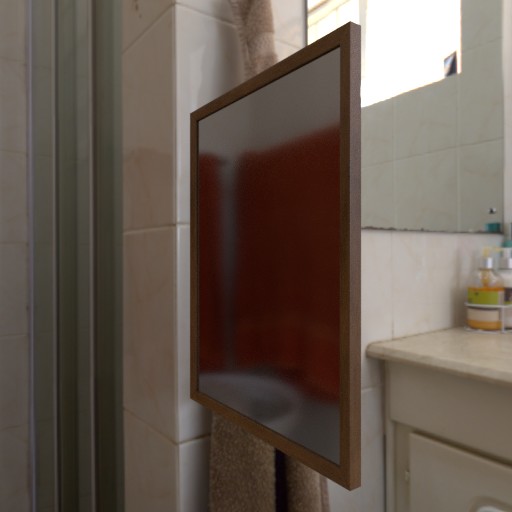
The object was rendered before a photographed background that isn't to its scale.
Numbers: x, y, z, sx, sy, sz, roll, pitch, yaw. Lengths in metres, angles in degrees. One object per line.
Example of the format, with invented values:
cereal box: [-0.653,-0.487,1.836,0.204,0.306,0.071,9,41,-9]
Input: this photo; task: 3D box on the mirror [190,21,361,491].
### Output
mirror: [0.000,0.000,1.279,0.040,1.016,0.762,0,0,-35]
